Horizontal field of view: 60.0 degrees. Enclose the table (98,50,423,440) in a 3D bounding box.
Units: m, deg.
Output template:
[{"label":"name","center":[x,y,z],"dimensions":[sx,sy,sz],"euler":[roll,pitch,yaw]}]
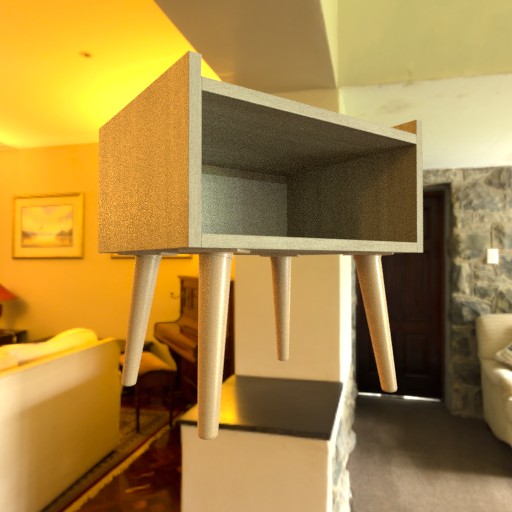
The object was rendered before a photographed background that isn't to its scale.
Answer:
[{"label":"table","center":[0.000,0.000,0.793],"dimensions":[0.450,0.470,0.370],"euler":[1,-1,-35]}]
